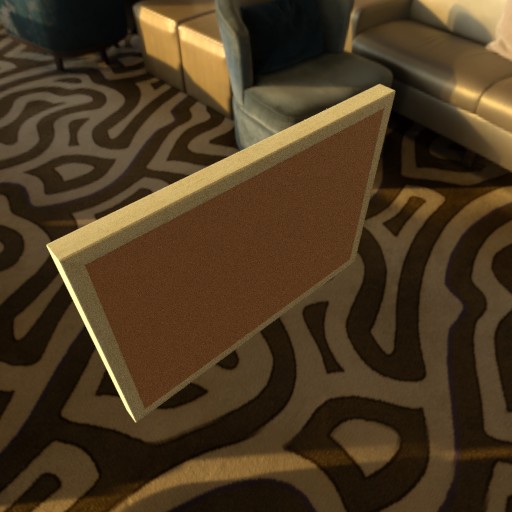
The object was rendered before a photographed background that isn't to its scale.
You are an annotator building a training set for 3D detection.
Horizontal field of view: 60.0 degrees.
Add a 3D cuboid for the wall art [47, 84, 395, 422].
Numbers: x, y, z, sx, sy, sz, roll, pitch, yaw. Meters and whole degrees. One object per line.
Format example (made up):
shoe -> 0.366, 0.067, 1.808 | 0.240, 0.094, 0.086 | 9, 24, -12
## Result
wall art -> 0.000, 0.000, 0.696 | 0.533, 0.381, 0.032 | -32, 55, -27
